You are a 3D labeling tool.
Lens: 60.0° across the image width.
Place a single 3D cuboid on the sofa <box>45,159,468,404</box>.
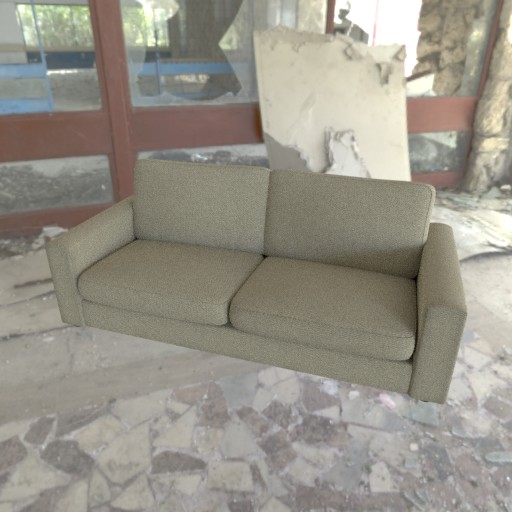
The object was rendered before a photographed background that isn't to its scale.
[{"bbox_3d":[0.000,0.000,2.602,2.179,0.873,1.016,8,28,16],"label":"sofa"}]
